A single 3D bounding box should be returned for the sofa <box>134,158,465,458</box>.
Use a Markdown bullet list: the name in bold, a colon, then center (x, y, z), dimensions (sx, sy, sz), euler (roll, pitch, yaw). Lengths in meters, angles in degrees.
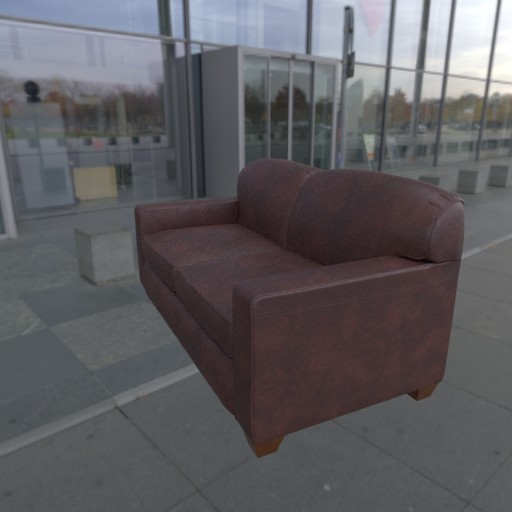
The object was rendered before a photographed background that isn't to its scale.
- **sofa**: center (0.000, 0.000, 2.425), dimensions (1.000, 0.966, 1.856), euler (-8, 19, -25)
